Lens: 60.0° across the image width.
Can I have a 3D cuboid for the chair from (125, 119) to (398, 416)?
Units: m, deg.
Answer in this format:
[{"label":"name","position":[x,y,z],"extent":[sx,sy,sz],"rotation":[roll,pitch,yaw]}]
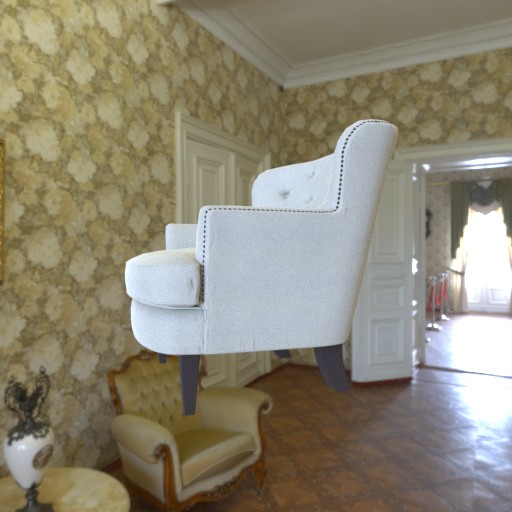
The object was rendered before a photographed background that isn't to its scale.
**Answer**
[{"label":"chair","position":[0.000,0.000,1.605],"extent":[0.906,0.868,0.848],"rotation":[0,0,-18]}]
